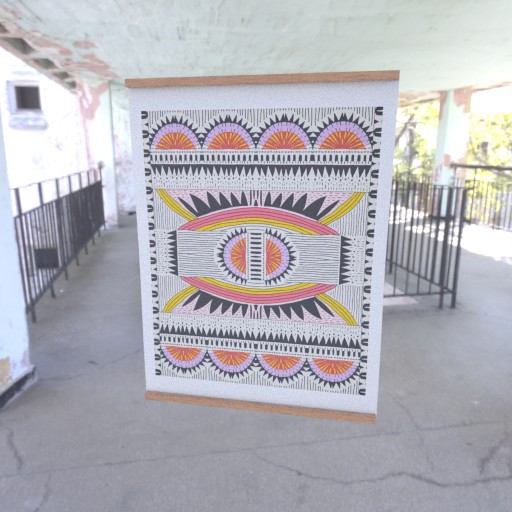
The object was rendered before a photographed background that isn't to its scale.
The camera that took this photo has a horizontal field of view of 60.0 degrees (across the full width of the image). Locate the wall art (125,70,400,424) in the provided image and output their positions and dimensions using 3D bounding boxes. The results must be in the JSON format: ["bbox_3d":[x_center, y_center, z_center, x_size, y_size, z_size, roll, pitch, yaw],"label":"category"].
[{"bbox_3d":[0.000,0.000,0.800,0.456,0.609,0.028,2,13,10],"label":"wall art"}]
